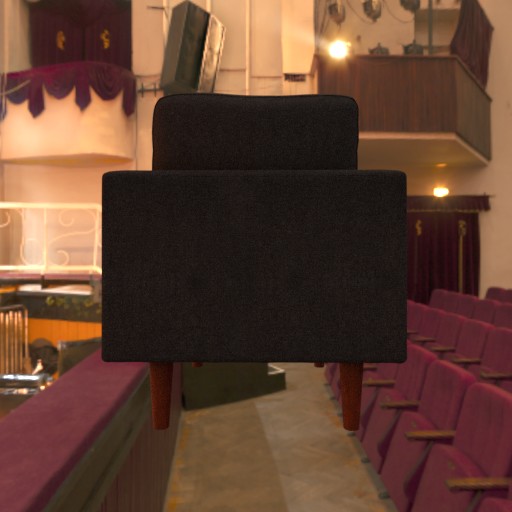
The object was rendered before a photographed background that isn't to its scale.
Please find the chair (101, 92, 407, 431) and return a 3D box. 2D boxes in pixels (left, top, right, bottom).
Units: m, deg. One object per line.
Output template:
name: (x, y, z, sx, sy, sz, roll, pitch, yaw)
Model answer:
chair: (0.000, 0.000, 1.611, 0.858, 0.957, 0.899, 0, 0, 1)
